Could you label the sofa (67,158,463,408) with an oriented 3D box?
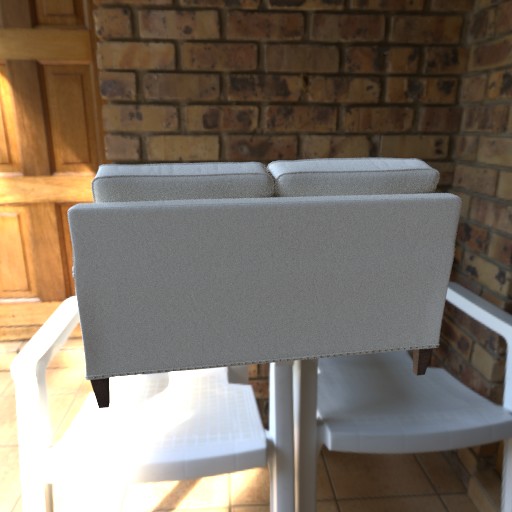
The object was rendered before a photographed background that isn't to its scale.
[{"bbox_3d":[0.000,0.000,2.236,1.597,1.003,1.084,-3,17,-10],"label":"sofa"}]
